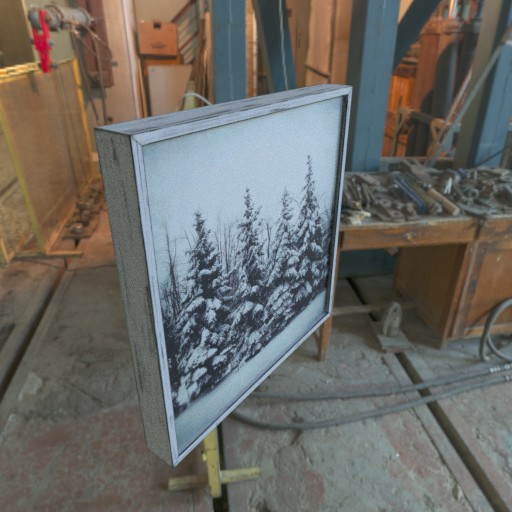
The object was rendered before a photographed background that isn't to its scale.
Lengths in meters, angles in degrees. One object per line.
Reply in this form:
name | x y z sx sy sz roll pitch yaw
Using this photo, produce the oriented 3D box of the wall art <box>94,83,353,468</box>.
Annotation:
wall art | 0.000 0.000 0.455 0.036 0.303 0.303 19 33 32
